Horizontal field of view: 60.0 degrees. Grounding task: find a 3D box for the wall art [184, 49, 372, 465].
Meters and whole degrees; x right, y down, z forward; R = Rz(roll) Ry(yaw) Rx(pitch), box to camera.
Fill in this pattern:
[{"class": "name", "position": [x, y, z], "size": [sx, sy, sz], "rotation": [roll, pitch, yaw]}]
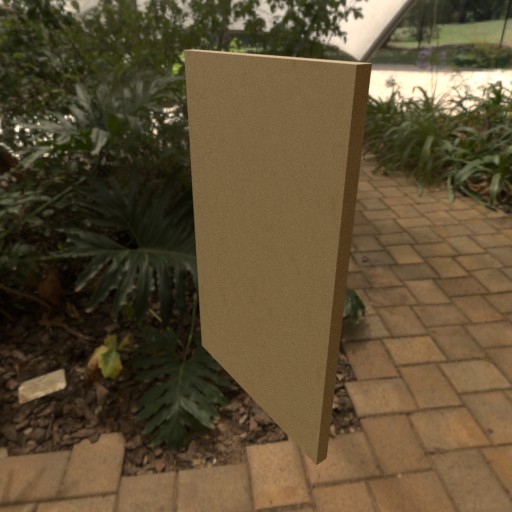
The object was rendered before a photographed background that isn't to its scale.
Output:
[{"class": "wall art", "position": [0.000, 0.000, 0.981], "size": [0.039, 0.810, 0.510], "rotation": [-18, 33, -31]}]
